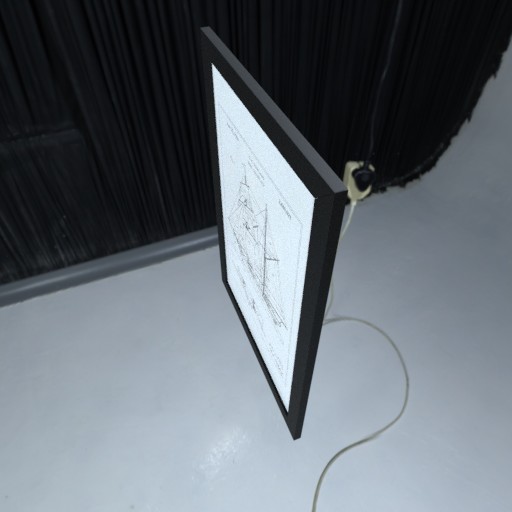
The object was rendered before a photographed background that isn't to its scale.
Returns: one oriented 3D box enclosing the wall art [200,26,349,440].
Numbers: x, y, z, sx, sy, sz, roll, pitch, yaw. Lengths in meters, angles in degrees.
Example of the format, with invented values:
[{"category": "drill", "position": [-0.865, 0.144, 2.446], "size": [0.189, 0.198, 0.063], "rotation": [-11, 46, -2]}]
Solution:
[{"category": "wall art", "position": [0.000, 0.000, 0.582], "size": [0.011, 0.459, 0.326], "rotation": [-16, 49, -15]}]
